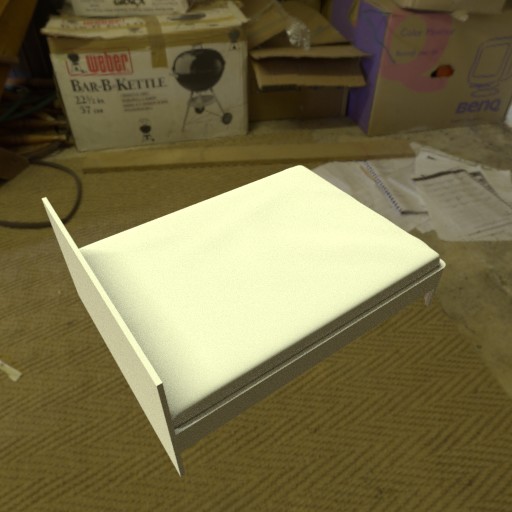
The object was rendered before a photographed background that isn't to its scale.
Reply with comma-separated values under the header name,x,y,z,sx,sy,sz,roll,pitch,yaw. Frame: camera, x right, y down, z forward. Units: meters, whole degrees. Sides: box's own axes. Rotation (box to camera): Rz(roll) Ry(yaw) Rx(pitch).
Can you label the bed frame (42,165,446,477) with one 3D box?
name,x,y,z,sx,sy,sz,roll,pitch,yaw
bed frame,0.000,0.000,2.768,1.950,0.800,1.490,-25,47,-26
